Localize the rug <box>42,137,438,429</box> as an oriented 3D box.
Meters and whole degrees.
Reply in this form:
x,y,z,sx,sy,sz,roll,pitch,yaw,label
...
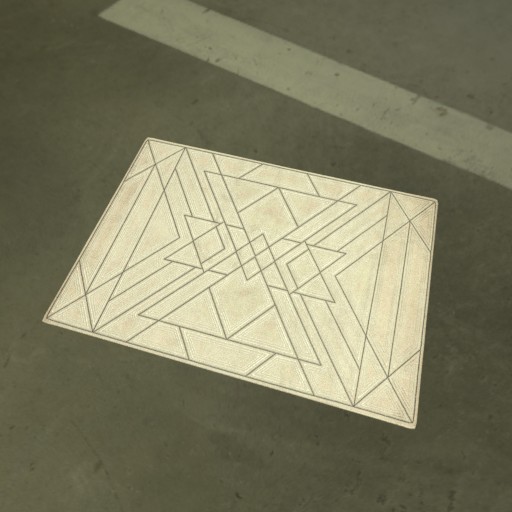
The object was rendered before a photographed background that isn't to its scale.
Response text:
x,y,z,sx,sy,sz,roll,pitch,yaw,label
0.000,0.000,4.409,3.381,0.026,2.436,14,60,8,rug
